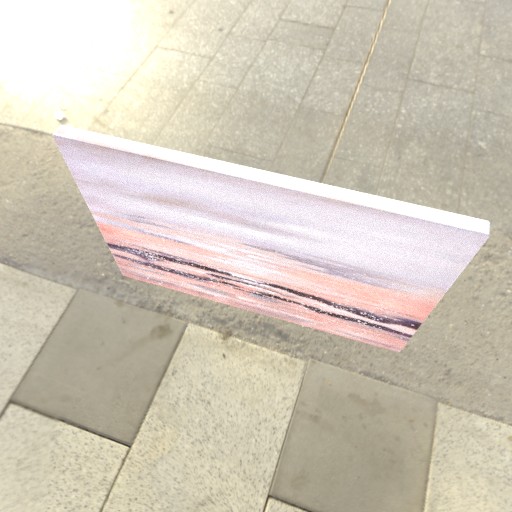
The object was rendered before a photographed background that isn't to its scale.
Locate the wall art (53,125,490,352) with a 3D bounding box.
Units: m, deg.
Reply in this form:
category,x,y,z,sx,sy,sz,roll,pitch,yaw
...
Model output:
category,x,y,z,sx,sy,sz,roll,pitch,yaw
wall art,0.000,0.000,1.153,0.913,0.609,0.038,14,59,9
